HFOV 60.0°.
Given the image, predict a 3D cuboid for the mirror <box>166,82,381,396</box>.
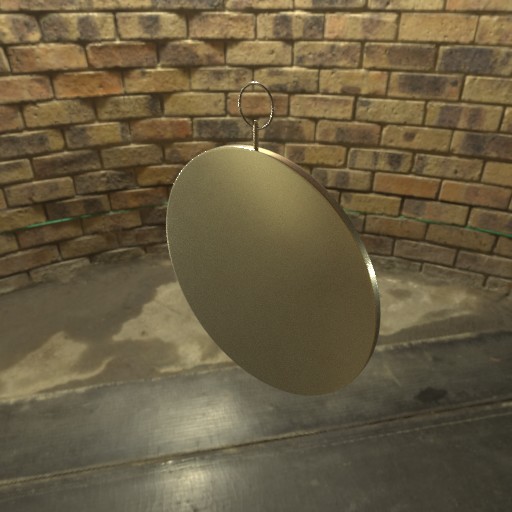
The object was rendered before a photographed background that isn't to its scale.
[{"bbox_3d":[0.000,0.000,0.963,0.594,0.713,0.020,24,38,34],"label":"mirror"}]
